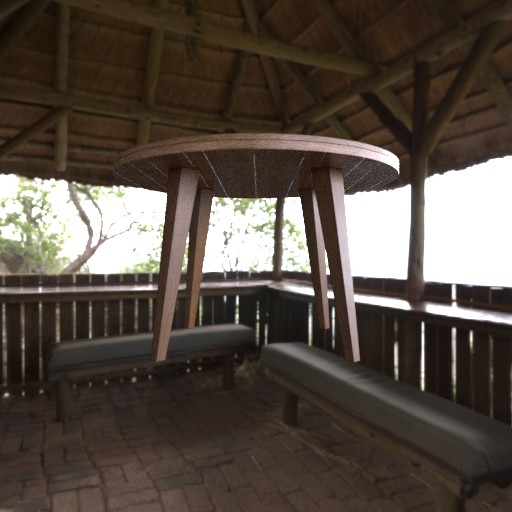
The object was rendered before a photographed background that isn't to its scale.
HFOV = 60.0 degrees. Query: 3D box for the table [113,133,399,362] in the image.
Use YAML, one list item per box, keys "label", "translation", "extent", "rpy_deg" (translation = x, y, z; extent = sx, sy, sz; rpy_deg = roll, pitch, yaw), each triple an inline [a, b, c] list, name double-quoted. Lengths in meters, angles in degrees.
- label: "table"
  translation: [0.000, 0.000, 1.978]
  extent: [1.213, 0.764, 1.213]
  rpy_deg: [0, 0, 0]
